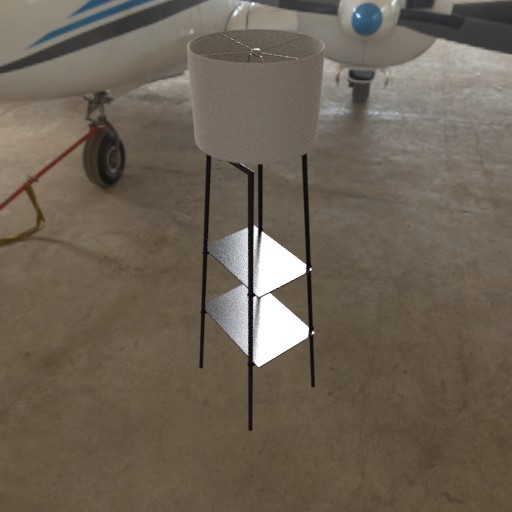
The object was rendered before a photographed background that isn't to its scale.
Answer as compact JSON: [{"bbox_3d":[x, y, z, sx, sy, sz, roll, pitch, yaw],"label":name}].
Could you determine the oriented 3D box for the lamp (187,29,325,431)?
[{"bbox_3d":[0.000,0.000,1.666,0.384,1.474,0.427,-25,45,-28],"label":"lamp"}]
